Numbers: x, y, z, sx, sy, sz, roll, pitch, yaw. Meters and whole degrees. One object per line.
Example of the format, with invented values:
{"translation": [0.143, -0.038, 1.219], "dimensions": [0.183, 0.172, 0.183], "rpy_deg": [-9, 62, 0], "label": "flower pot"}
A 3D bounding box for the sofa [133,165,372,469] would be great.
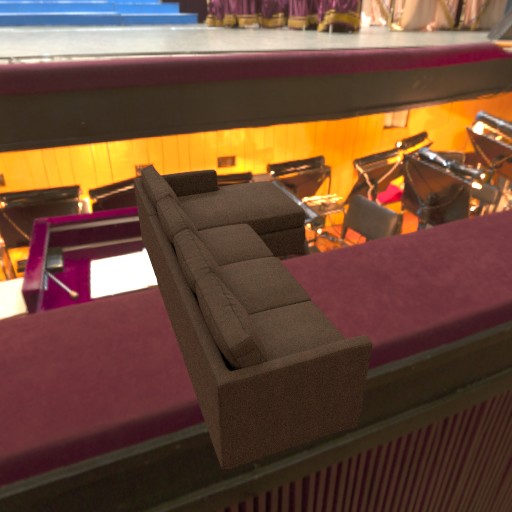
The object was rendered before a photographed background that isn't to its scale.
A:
{"translation": [0.000, 0.000, 3.905], "dimensions": [1.650, 0.922, 3.205], "rpy_deg": [-11, 32, -18], "label": "sofa"}
